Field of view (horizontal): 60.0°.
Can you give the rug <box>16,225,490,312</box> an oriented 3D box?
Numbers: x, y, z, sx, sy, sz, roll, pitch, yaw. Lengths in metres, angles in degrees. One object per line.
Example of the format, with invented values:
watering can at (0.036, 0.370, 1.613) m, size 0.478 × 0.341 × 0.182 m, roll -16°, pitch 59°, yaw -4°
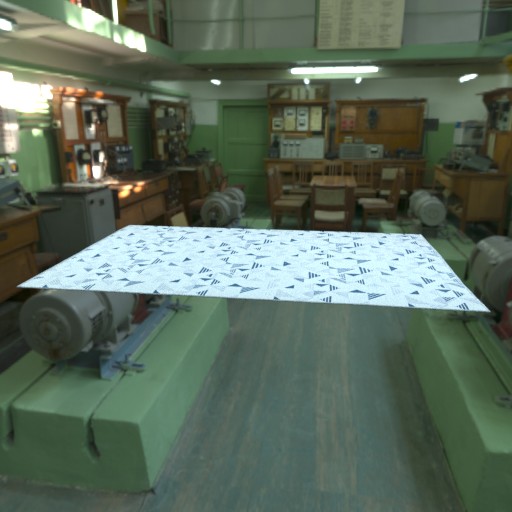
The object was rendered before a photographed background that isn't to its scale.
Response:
rug at (0.000, 0.000, 2.974) m, size 2.457 × 0.009 × 1.512 m, roll 2°, pitch 17°, yaw 8°
